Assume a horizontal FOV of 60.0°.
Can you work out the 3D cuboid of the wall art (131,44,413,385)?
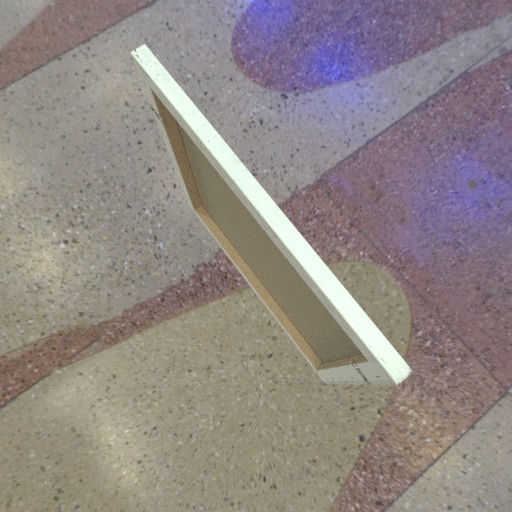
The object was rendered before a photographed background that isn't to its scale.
[{"bbox_3d":[0.000,0.000,1.126,0.038,0.762,0.762,-36,77,-9],"label":"wall art"}]
